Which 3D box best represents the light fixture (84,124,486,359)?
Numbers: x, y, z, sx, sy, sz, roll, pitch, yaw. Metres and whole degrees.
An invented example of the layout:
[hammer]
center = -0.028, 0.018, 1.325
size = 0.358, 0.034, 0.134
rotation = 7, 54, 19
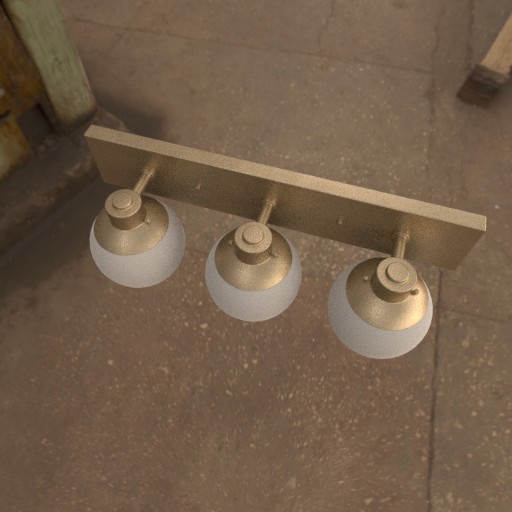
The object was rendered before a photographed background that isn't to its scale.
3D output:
[light fixture]
center = 0.000, 0.000, 0.836
size = 0.721, 0.263, 0.218
rotation = 15, 59, 9
